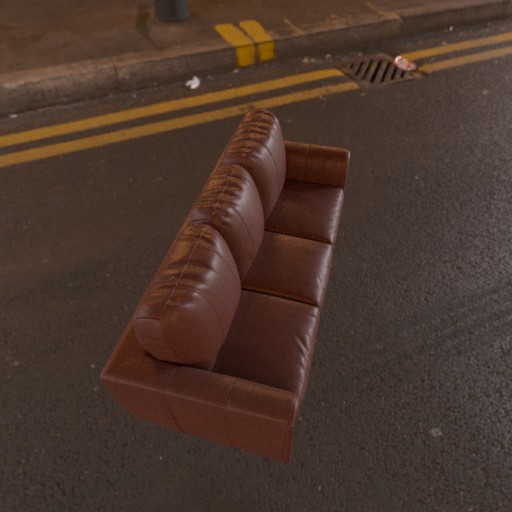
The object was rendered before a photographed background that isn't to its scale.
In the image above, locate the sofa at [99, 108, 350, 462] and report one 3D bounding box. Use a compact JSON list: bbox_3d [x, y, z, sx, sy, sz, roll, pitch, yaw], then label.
[{"bbox_3d":[0.000,0.000,2.381,0.802,0.915,1.862,11,48,10],"label":"sofa"}]
